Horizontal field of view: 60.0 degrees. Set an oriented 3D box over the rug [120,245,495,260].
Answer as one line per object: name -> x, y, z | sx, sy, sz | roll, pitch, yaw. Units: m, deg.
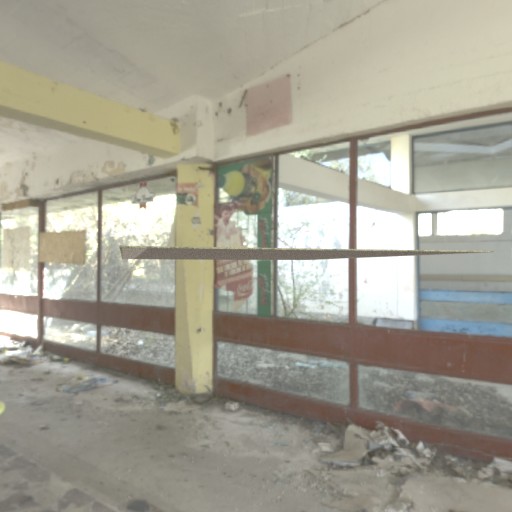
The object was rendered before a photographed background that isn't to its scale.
rug -> 0.000, 0.000, 4.194 | 2.437, 0.014, 3.201 | 0, -2, -17
